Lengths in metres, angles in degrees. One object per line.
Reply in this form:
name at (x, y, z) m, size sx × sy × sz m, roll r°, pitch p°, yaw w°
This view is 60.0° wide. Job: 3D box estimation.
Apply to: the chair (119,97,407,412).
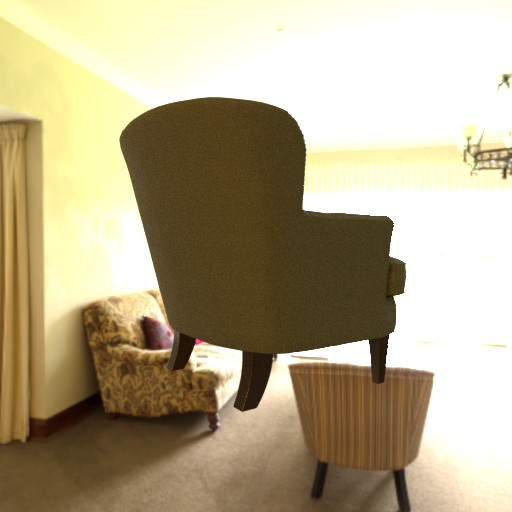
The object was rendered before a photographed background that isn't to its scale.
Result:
chair at (0.000, 0.000, 1.597) m, size 0.906 × 0.868 × 0.848 m, roll -1°, pitch 2°, yaw -35°
